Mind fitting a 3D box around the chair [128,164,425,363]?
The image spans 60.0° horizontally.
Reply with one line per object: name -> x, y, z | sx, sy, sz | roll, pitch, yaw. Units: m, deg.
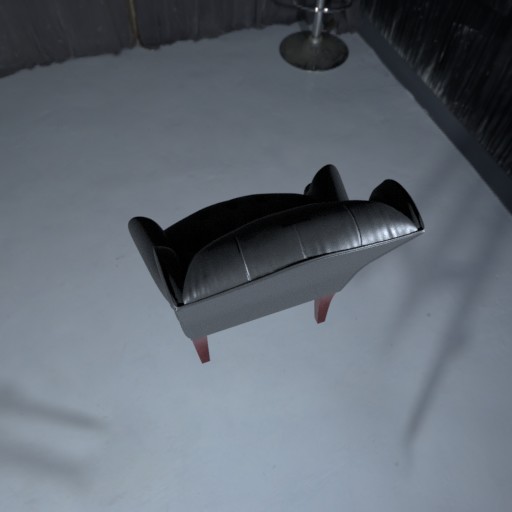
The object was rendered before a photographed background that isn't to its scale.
chair -> 0.000, 0.000, 1.672 | 0.838, 1.111, 0.762 | -17, 58, -11
